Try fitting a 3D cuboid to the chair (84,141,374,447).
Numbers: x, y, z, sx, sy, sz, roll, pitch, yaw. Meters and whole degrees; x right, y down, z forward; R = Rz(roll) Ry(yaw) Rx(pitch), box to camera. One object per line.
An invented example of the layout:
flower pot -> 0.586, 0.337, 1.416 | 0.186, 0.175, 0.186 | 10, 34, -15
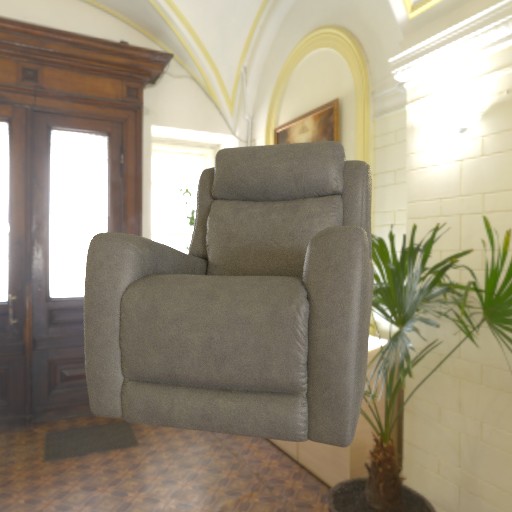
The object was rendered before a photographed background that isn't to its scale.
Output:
chair -> 0.000, 0.000, 1.864 | 0.965, 1.116, 1.068 | 0, 0, 17
